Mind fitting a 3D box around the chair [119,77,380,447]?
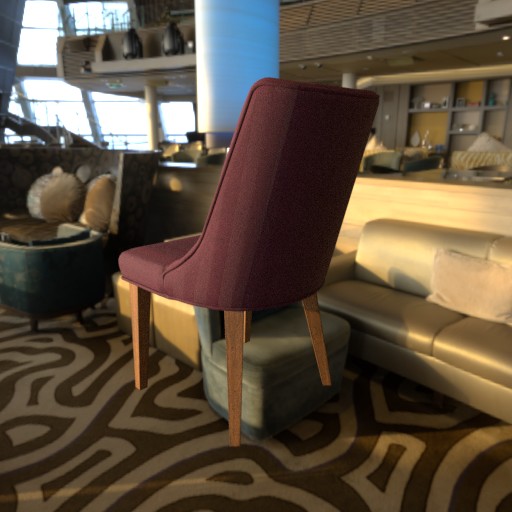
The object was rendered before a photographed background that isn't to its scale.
[{"bbox_3d":[0.000,0.000,1.304,0.638,0.916,0.548,14,21,43],"label":"chair"}]
